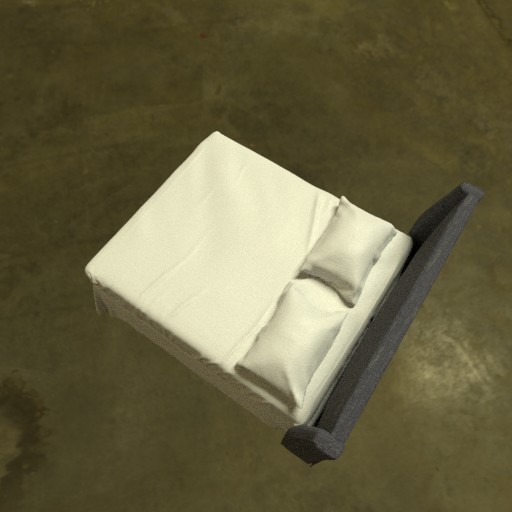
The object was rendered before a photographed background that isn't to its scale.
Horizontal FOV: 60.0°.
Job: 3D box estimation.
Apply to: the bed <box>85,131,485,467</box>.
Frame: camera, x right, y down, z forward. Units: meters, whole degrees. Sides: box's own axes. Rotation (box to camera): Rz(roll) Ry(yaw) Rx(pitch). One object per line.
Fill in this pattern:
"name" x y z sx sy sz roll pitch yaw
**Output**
"bed" 0.000 0.000 3.332 2.276 1.332 1.925 32 68 15
